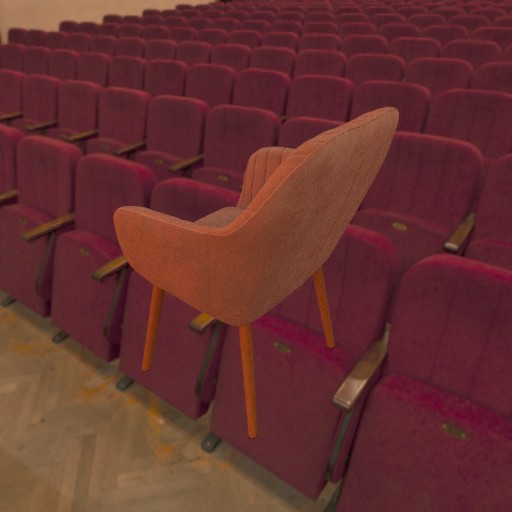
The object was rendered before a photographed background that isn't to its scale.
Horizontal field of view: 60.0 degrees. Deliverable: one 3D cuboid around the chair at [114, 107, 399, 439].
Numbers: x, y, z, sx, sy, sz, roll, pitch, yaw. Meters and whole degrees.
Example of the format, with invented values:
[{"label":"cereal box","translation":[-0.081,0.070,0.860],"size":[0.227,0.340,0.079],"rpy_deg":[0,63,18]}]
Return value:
[{"label":"chair","translation":[0.000,0.000,1.246],"size":[0.570,0.832,0.610],"rpy_deg":[21,37,31]}]
